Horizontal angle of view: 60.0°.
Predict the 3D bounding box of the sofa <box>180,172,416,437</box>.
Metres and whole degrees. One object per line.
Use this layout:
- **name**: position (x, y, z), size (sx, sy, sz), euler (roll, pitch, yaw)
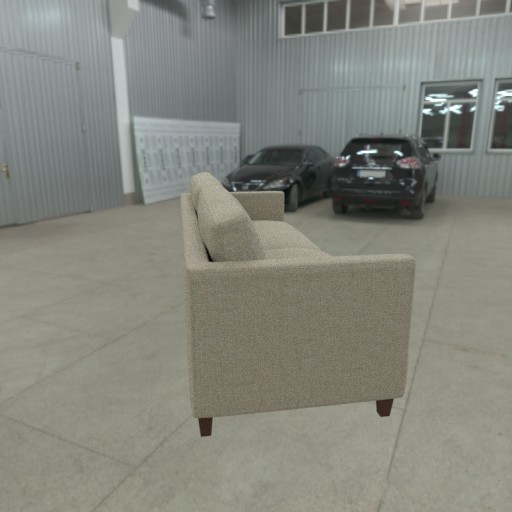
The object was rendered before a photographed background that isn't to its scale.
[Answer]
- **sofa**: position (0.000, 0.000, 2.905), size (0.951, 0.965, 2.434), euler (-3, 15, -9)
